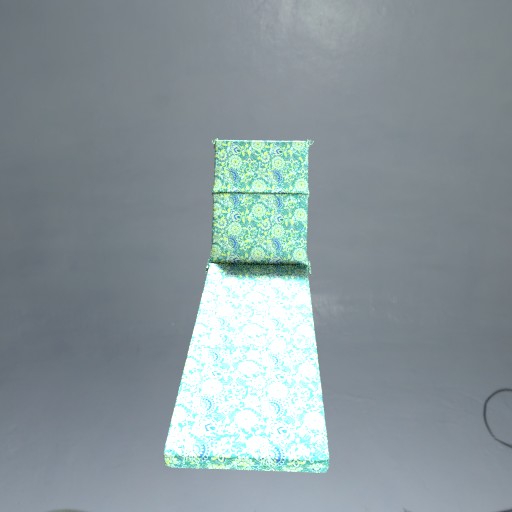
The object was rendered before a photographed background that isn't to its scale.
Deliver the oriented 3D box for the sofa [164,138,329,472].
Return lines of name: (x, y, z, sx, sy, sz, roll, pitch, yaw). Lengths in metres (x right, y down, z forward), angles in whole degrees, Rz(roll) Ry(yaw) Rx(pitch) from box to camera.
sofa: (0.000, 0.000, 1.953, 0.582, 0.622, 1.663, 1, 30, 2)
